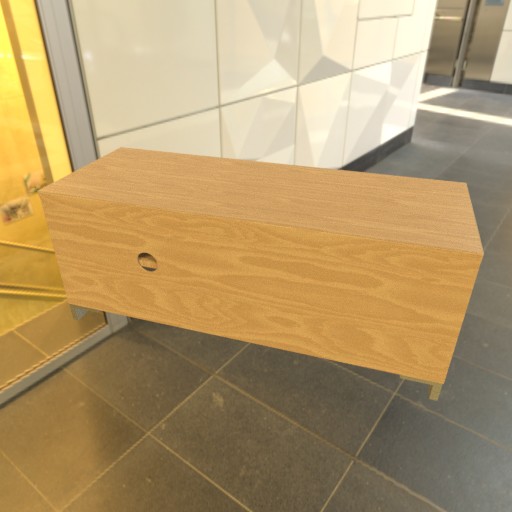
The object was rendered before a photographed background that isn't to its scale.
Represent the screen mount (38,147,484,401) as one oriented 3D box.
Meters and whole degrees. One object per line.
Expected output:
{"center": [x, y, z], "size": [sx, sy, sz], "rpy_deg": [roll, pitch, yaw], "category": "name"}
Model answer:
{"center": [0.000, 0.000, 1.301], "size": [1.084, 0.432, 0.406], "rpy_deg": [9, 32, 15], "category": "screen mount"}
